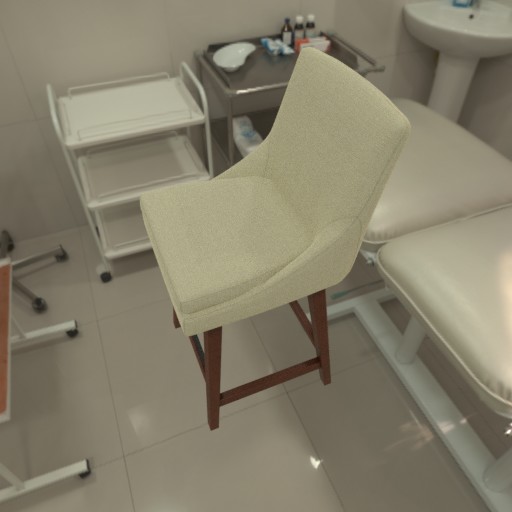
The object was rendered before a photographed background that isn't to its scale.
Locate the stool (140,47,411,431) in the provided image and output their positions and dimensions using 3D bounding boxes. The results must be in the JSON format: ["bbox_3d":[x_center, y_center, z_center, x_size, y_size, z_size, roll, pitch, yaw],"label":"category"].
[{"bbox_3d":[0.000,0.000,1.310,0.559,0.991,0.469,-17,48,-15],"label":"stool"}]
